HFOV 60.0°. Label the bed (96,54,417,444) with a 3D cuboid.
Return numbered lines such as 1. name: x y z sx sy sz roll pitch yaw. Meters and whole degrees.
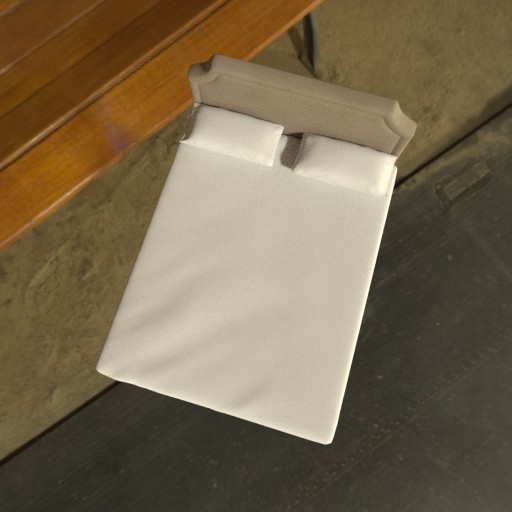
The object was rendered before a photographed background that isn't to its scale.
1. bed: 0.000 0.000 3.536 1.977 1.293 2.498 16 76 4
